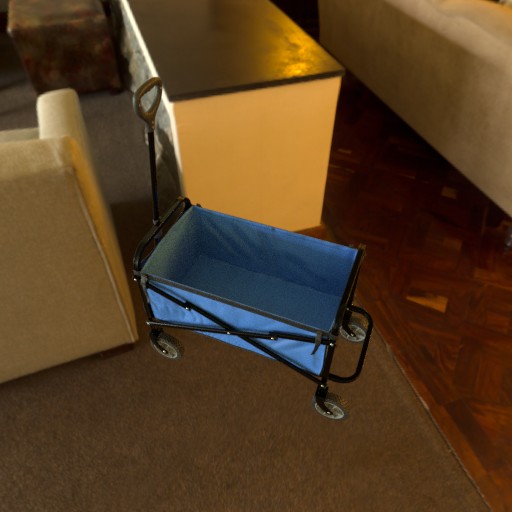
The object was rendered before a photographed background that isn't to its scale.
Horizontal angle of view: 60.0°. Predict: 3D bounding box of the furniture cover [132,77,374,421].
[{"bbox_3d":[0.000,0.000,1.767,1.038,1.295,0.532,16,48,15],"label":"furniture cover"}]
